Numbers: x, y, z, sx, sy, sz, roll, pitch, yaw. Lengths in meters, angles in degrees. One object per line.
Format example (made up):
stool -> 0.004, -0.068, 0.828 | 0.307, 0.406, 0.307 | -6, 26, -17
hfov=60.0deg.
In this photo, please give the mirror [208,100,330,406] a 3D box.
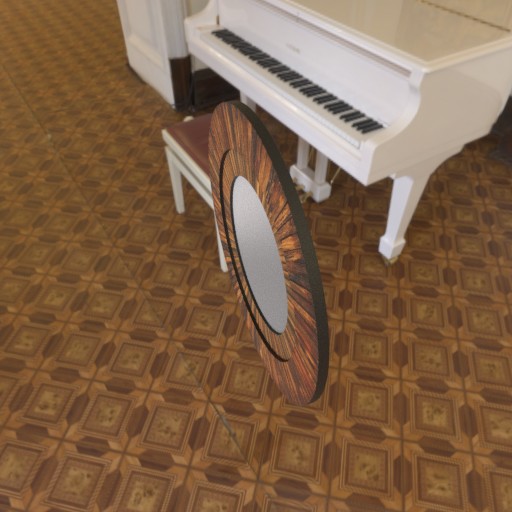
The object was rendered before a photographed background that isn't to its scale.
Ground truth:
mirror -> 0.000, 0.000, 1.612 | 0.036, 1.077, 1.077 | -15, 48, -14
